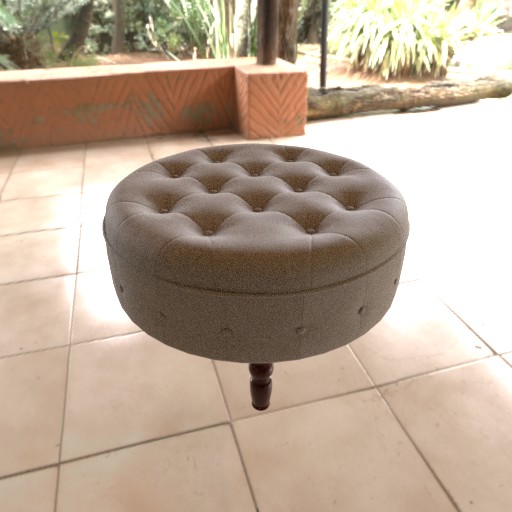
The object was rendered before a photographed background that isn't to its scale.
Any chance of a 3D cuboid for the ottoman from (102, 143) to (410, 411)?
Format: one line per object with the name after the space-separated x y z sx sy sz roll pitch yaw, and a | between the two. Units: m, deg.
0.000 0.000 1.359 0.849 0.478 0.849 0 32 0 | ottoman
